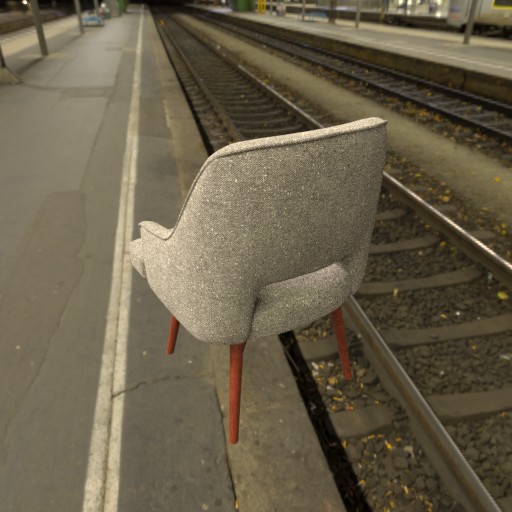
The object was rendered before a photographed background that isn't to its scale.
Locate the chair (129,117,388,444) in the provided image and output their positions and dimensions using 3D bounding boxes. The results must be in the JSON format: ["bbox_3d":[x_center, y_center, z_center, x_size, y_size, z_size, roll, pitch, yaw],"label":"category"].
[{"bbox_3d":[0.000,0.000,1.325,0.608,0.875,0.629,-19,35,-28],"label":"chair"}]
